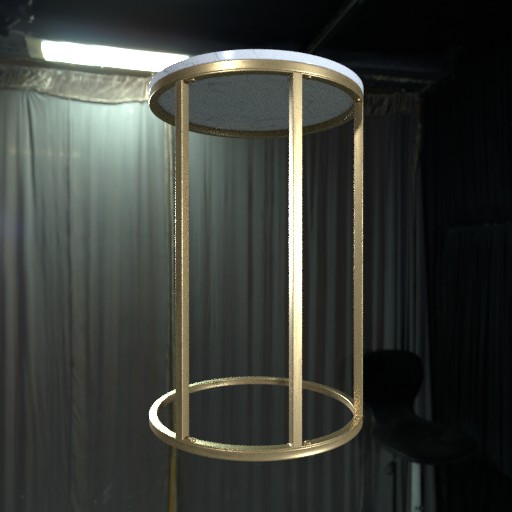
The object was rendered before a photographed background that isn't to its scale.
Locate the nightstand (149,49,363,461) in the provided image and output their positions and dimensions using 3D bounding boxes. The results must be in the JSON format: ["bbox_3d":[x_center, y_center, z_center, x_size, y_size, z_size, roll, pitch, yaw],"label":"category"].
[{"bbox_3d":[0.000,0.000,0.852,0.400,0.610,0.400,0,0,-18],"label":"nightstand"}]
